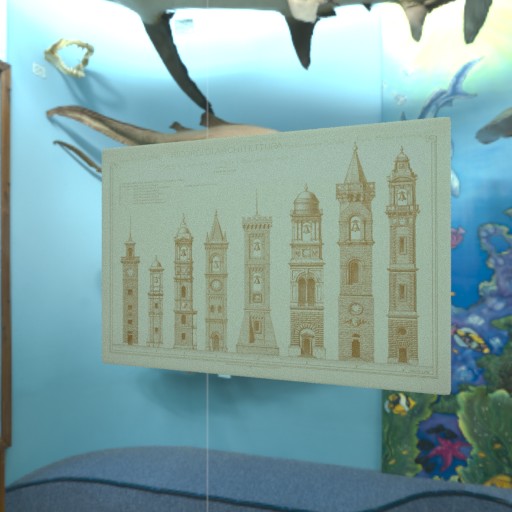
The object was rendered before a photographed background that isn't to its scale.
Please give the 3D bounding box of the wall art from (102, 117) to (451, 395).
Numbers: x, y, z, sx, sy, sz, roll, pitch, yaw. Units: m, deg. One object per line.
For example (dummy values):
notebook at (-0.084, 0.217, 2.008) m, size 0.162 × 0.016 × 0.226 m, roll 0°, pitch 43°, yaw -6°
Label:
wall art at (0.000, 0.000, 0.472) m, size 0.380 × 0.254 × 0.019 m, roll 0°, pitch 0°, yaw 19°
